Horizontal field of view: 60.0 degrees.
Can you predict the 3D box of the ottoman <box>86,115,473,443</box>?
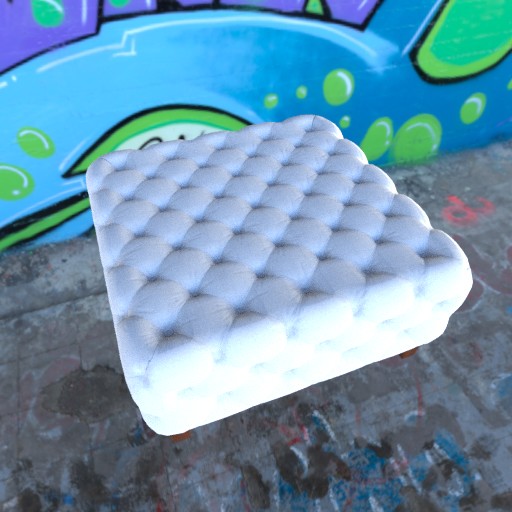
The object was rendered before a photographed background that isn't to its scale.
[{"bbox_3d":[0.000,0.000,1.187,0.753,0.376,0.755,-15,47,-15],"label":"ottoman"}]
